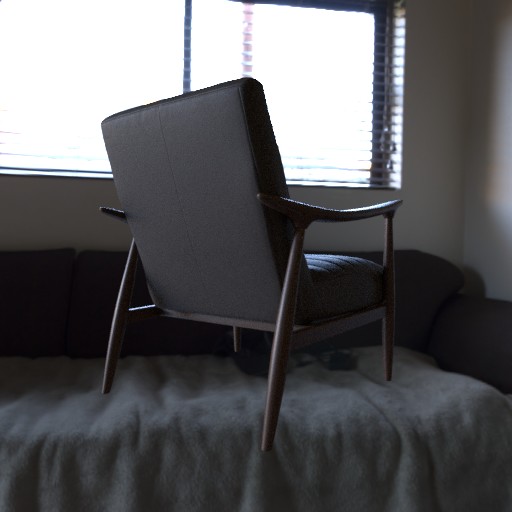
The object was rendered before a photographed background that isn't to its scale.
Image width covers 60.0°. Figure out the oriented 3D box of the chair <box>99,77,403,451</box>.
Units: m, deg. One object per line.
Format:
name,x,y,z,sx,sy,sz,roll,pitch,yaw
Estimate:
chair,0.000,0.000,1.436,0.741,0.831,0.798,1,2,38
